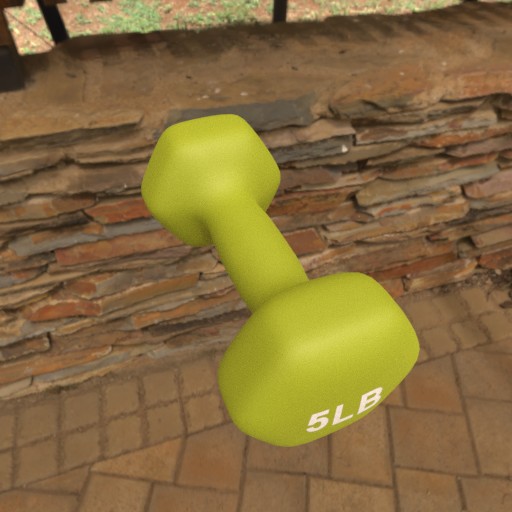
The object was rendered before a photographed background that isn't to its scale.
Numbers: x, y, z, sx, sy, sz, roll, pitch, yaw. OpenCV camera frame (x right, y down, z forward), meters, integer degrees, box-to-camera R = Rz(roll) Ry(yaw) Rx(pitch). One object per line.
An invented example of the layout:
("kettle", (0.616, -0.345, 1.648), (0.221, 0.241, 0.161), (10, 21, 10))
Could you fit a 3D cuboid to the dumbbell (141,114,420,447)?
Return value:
("dumbbell", (0.000, 0.000, 0.210), (0.080, 0.072, 0.164), (-16, 48, -16))
